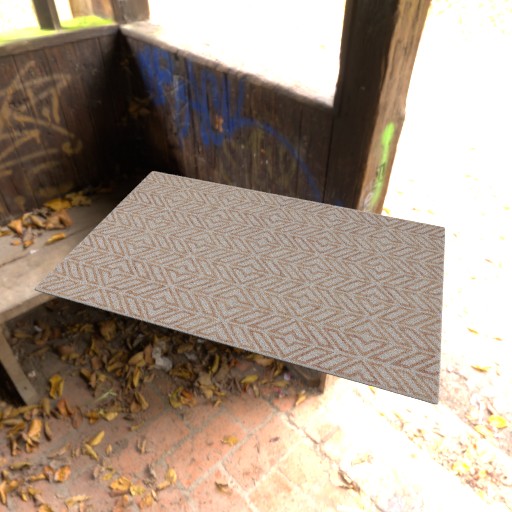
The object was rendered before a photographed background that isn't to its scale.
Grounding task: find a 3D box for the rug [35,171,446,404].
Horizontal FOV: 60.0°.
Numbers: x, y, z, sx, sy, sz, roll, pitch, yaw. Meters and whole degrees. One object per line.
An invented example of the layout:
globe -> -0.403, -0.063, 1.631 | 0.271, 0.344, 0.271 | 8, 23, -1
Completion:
rug -> 0.000, 0.000, 3.027 | 2.438, 0.008, 1.523 | 13, 43, 14
